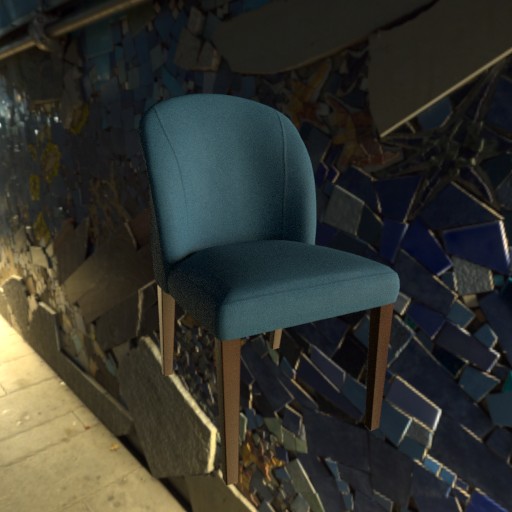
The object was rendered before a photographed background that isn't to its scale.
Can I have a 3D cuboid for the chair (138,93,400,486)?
[{"bbox_3d":[0.000,0.000,1.218,0.507,0.879,0.620,-8,18,-26],"label":"chair"}]
